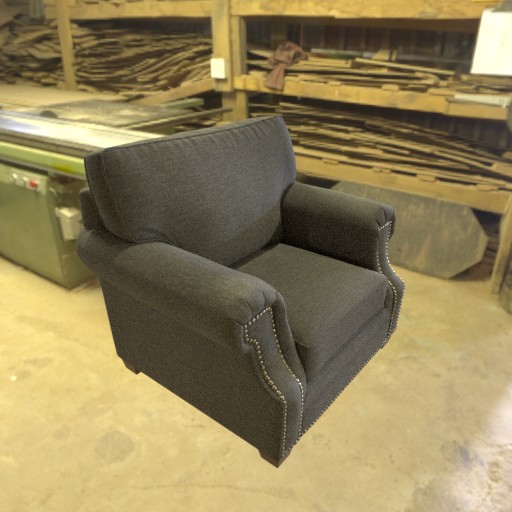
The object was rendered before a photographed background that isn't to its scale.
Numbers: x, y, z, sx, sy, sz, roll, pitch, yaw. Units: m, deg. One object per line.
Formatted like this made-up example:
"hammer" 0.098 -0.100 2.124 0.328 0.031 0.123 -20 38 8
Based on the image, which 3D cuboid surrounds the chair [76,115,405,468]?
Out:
"chair" 0.000 0.000 1.810 0.965 0.961 1.092 19 32 34
